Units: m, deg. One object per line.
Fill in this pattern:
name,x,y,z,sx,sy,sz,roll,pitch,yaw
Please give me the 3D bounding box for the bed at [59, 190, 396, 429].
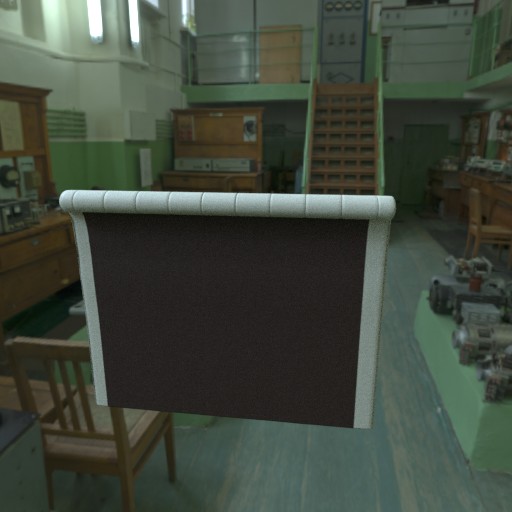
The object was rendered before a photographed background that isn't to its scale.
bed,0.000,0.000,3.406,1.606,1.268,2.493,2,16,8
